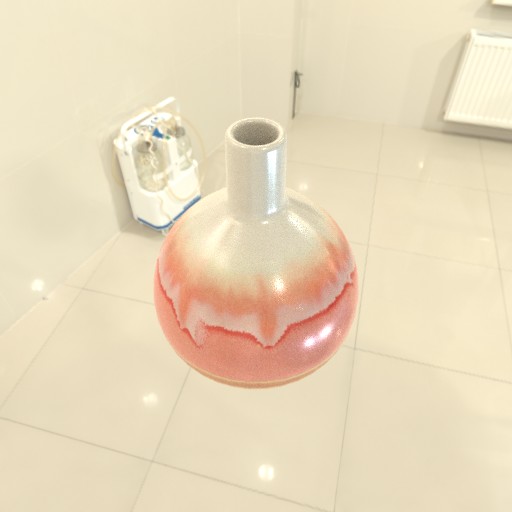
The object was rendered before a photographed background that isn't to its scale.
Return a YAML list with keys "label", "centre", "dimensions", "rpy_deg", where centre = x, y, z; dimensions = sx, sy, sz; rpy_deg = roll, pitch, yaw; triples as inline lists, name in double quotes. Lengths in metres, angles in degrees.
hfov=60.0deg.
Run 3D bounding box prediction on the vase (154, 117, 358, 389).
- label: "vase"
  centre: [0.000, 0.000, 0.280]
  dimensions: [0.137, 0.176, 0.137]
  rpy_deg: [0, 46, 0]
